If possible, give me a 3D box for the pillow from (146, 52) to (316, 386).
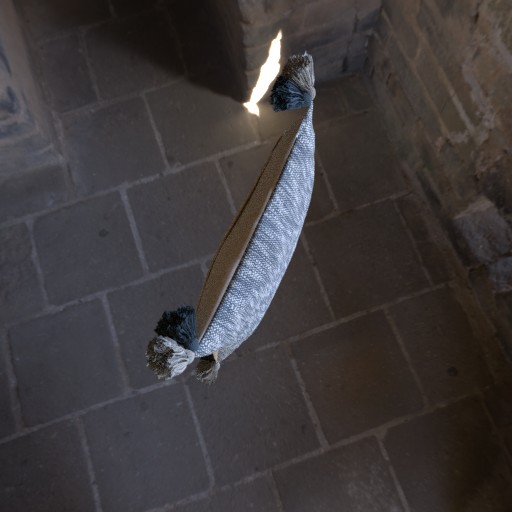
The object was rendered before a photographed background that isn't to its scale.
[{"bbox_3d":[0.000,0.000,0.944,0.138,0.634,0.614,23,77,6],"label":"pillow"}]
